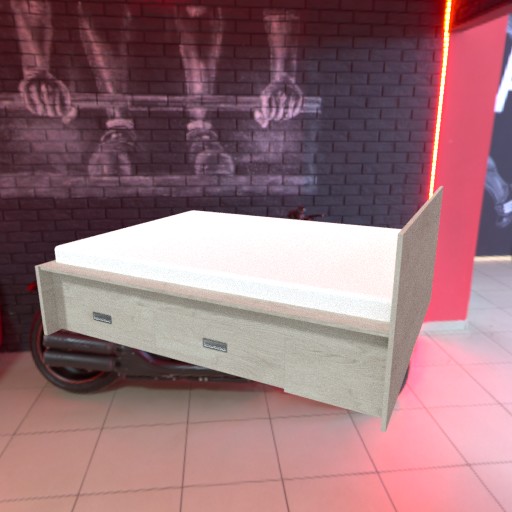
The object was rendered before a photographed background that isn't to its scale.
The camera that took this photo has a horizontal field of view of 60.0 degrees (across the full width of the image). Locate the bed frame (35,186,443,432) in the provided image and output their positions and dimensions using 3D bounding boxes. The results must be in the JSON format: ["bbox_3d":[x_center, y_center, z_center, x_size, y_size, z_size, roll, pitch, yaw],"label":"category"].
[{"bbox_3d":[0.000,0.000,2.764,1.960,0.800,1.622,8,17,26],"label":"bed frame"}]
